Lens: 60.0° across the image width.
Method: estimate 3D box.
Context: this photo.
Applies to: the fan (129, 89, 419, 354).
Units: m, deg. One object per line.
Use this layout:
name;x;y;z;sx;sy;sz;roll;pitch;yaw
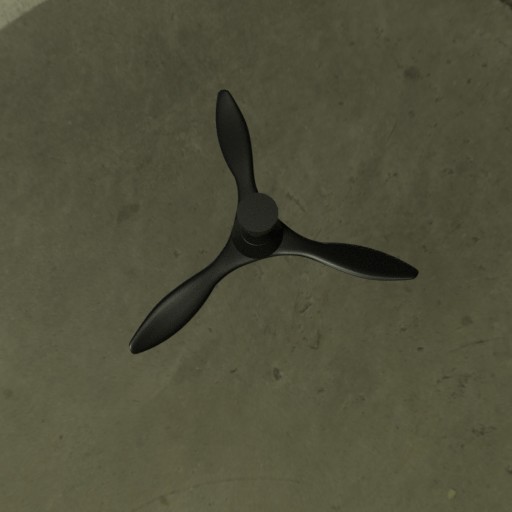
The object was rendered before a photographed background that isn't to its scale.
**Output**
fan;0.000;0.000;1.599;1.067;0.305;1.067;33;79;7
